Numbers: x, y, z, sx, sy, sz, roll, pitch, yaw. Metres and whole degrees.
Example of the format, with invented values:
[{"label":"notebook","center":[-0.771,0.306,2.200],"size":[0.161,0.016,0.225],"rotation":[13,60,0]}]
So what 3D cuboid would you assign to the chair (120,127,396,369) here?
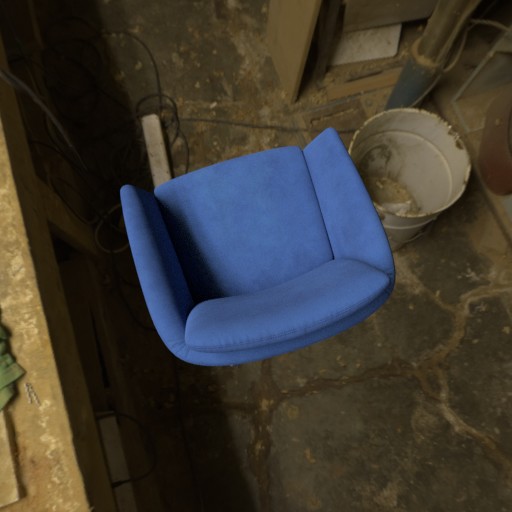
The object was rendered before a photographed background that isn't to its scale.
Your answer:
[{"label":"chair","center":[0.000,0.000,1.390],"size":[0.641,0.908,0.635],"rotation":[-17,76,-4]}]
